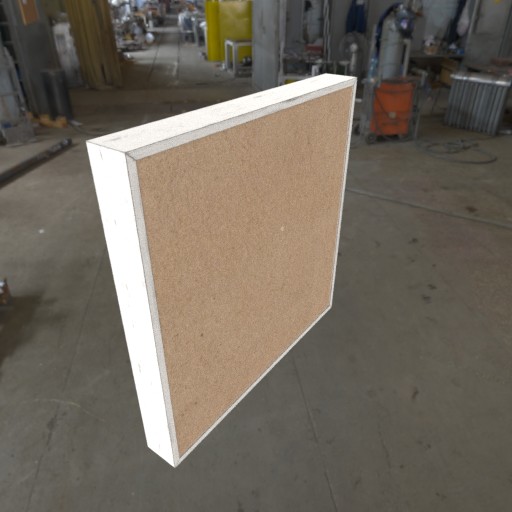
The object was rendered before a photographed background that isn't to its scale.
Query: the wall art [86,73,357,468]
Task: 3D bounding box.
[{"bbox_3d":[0.000,0.000,0.451,0.038,0.305,0.305,21,37,31],"label":"wall art"}]
